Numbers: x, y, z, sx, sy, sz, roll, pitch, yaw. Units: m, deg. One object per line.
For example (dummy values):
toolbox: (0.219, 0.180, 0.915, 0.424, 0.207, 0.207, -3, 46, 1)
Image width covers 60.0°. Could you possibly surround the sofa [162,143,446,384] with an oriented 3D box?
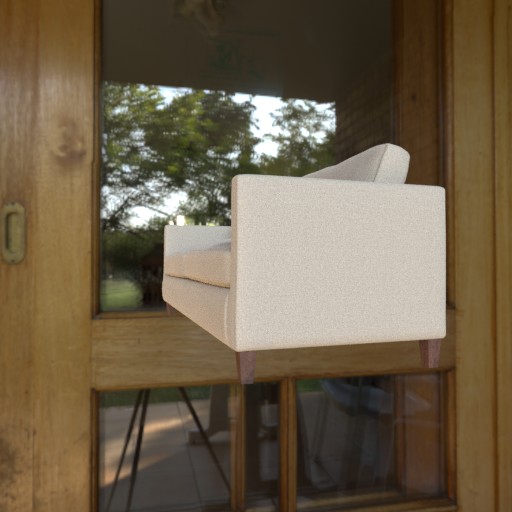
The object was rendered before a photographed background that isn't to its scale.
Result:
sofa: (0.000, 0.000, 2.823, 0.951, 0.968, 2.361, 0, -1, -18)
